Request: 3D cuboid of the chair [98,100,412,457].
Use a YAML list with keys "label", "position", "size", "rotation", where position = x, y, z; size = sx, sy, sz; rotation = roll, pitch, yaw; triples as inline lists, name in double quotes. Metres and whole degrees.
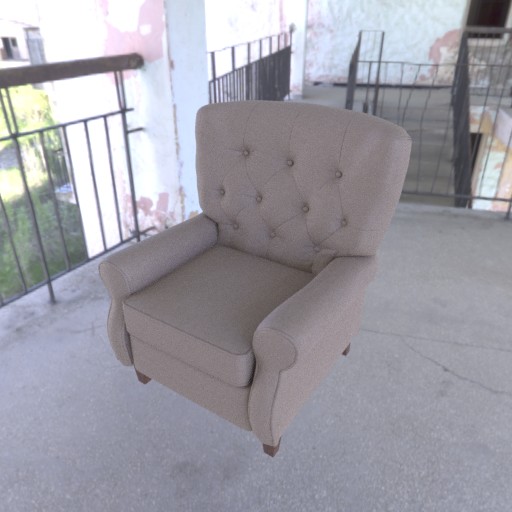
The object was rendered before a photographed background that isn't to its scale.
- label: "chair"
  position: [0.000, 0.000, 1.890]
  size: [0.999, 1.138, 1.041]
  rotation: [18, 33, 29]
